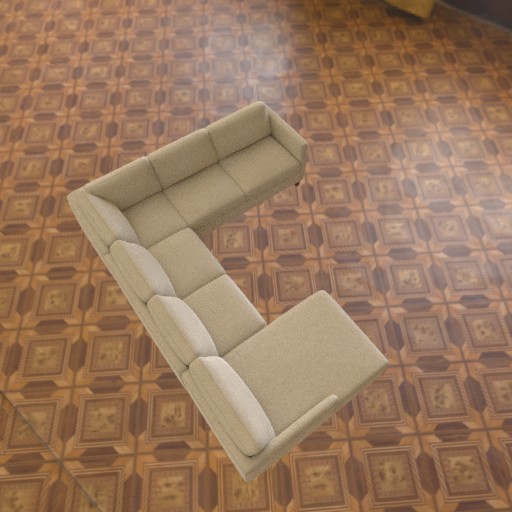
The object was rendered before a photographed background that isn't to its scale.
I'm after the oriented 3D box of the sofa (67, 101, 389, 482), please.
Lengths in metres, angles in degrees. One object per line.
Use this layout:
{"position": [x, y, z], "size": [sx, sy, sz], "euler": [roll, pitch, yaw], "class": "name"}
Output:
{"position": [0.000, 0.000, 4.479], "size": [2.551, 0.853, 3.238], "euler": [-32, 63, -18], "class": "sofa"}
